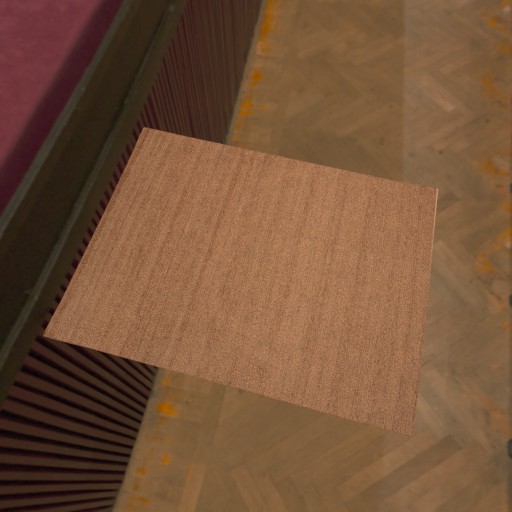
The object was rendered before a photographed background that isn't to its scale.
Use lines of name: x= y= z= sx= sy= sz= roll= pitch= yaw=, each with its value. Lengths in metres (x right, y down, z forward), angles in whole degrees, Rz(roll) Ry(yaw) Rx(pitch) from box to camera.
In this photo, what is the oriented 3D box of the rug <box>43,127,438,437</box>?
rug: x=0.000 y=0.000 z=4.913 sx=3.778 sy=0.053 sz=2.873 roll=13 pitch=64 yaw=7
